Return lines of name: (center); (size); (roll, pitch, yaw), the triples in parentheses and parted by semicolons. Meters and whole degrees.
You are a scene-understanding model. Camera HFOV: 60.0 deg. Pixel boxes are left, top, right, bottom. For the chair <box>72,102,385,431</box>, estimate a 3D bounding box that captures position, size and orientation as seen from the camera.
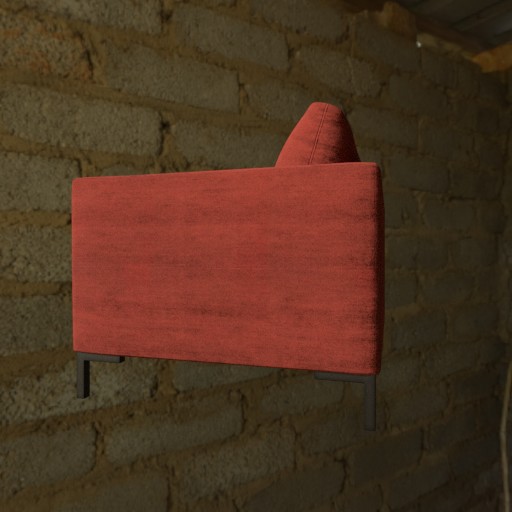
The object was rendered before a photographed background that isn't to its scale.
chair: (0.000, 0.000, 1.582); (0.875, 0.812, 0.964); (0, 0, 17)
